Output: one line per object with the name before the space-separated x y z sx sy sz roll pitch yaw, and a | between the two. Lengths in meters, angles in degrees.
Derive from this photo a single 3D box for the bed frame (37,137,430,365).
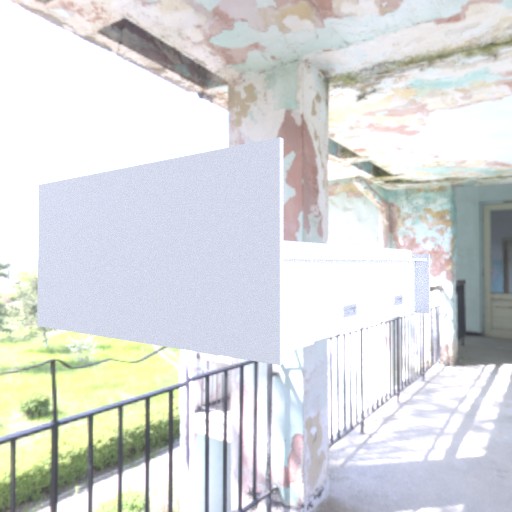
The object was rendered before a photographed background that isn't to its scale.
bed frame | 0.000 0.000 2.821 1.622 0.800 1.960 -1 -1 36
